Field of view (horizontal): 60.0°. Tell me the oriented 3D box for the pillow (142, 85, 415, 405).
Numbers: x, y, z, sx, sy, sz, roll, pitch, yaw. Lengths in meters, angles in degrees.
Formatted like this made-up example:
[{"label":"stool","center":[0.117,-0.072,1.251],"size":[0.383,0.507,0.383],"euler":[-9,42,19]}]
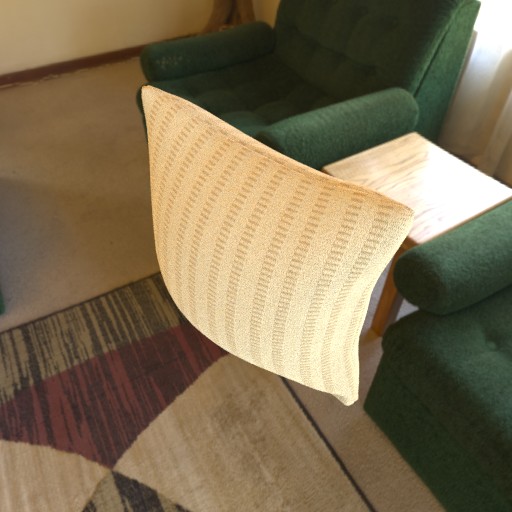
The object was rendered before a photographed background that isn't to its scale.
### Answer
[{"label":"pillow","center":[0.000,0.000,0.690],"size":[0.438,0.419,0.247],"euler":[33,54,28]}]
